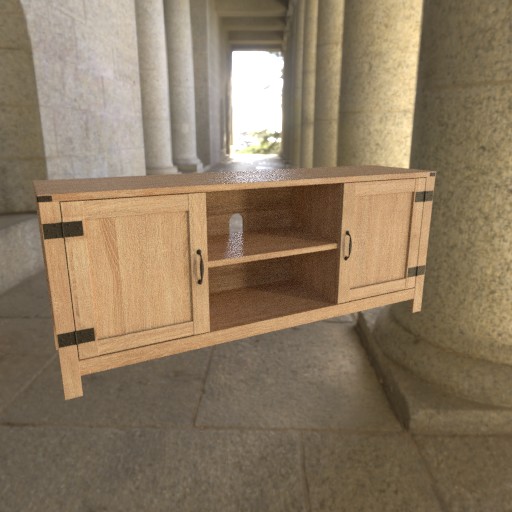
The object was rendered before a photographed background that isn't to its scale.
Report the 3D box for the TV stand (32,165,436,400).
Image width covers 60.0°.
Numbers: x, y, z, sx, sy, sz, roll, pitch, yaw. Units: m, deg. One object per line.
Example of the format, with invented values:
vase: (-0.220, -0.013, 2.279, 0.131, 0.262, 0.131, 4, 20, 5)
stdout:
TV stand: (0.000, 0.000, 1.705, 1.466, 0.610, 0.398, -8, 18, -26)
